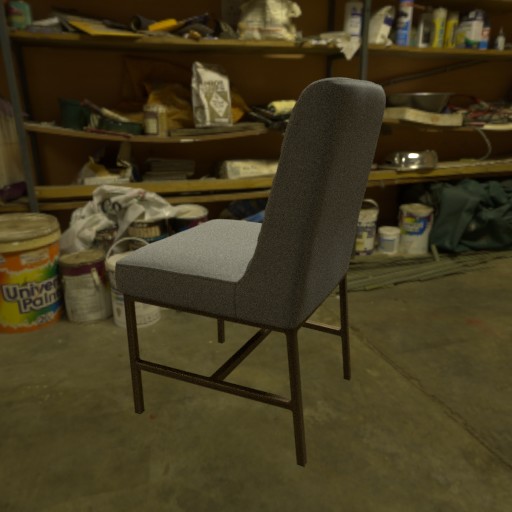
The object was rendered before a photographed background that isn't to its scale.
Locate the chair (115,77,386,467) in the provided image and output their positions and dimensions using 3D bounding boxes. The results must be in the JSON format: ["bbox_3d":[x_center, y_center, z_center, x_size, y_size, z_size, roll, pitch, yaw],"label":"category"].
[{"bbox_3d":[0.000,0.000,1.229,0.587,0.889,0.508,9,20,25],"label":"chair"}]
